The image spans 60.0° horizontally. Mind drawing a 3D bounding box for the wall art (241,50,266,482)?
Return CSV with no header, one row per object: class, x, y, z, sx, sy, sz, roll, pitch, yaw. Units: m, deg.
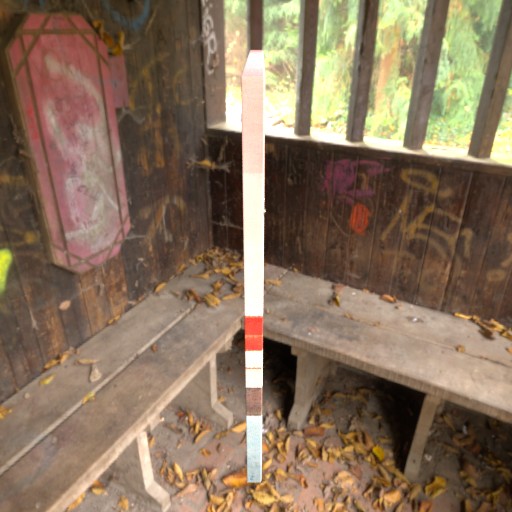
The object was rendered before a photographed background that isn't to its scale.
wall art,0.000,0.000,1.124,0.038,0.914,0.610,0,28,0
